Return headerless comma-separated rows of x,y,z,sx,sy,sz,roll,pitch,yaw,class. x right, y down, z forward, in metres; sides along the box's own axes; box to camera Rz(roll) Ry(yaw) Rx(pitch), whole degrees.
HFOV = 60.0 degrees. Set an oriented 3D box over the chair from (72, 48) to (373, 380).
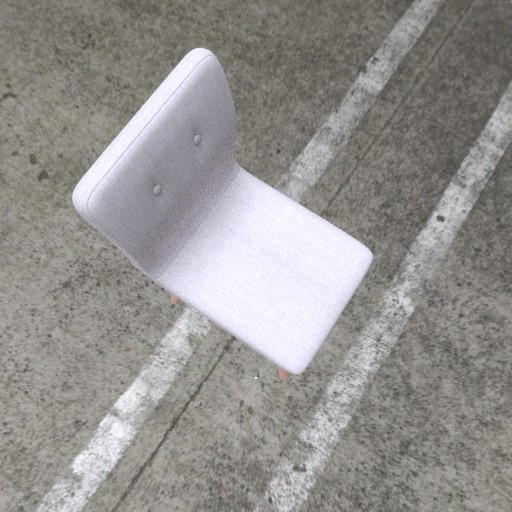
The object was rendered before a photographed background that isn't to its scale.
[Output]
0.000,0.000,1.195,0.550,0.885,0.435,33,77,9,chair
